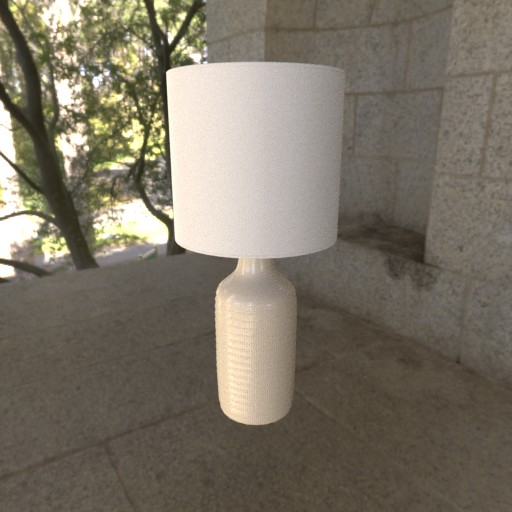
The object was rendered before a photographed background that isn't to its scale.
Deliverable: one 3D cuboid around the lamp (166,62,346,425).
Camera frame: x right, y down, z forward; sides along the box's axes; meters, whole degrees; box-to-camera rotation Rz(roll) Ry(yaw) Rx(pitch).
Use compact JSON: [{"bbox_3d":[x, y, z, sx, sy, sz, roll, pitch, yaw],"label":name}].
[{"bbox_3d":[0.000,0.000,0.622,0.220,0.475,0.220,8,18,26],"label":"lamp"}]
